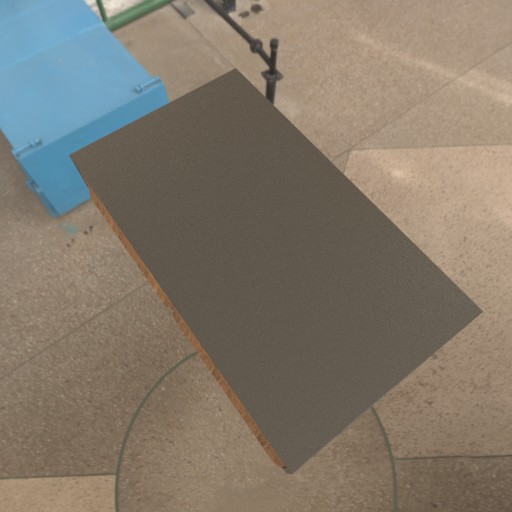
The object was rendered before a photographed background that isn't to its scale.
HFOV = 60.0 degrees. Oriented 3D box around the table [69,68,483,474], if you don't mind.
[{"bbox_3d":[0.000,0.000,1.548,0.703,0.404,1.201,-34,69,-15],"label":"table"}]
